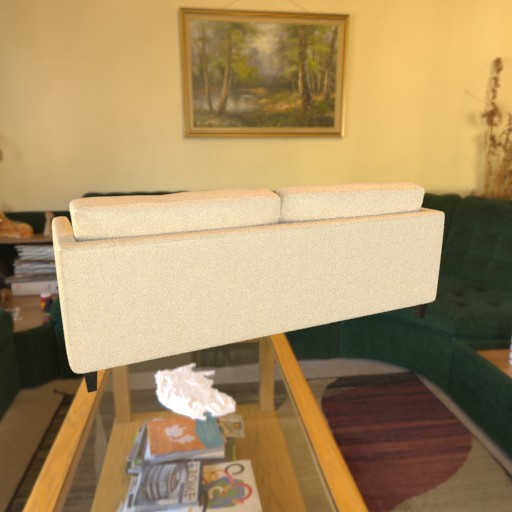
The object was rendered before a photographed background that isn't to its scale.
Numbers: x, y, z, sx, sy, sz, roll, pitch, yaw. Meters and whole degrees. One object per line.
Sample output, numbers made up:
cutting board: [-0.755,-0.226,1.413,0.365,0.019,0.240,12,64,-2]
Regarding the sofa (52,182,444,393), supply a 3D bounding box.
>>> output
sofa: [0.000,0.000,2.960,2.434,0.965,0.948,-7,16,-25]
